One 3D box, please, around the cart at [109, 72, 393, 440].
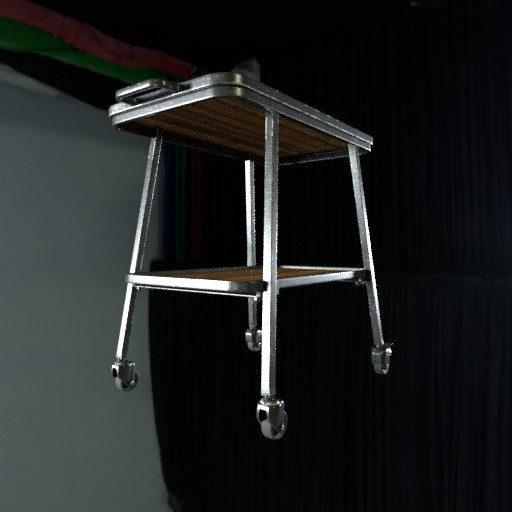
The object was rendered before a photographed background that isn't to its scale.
[{"bbox_3d":[0.000,0.000,1.205,0.515,0.700,0.806,1,2,37],"label":"cart"}]
